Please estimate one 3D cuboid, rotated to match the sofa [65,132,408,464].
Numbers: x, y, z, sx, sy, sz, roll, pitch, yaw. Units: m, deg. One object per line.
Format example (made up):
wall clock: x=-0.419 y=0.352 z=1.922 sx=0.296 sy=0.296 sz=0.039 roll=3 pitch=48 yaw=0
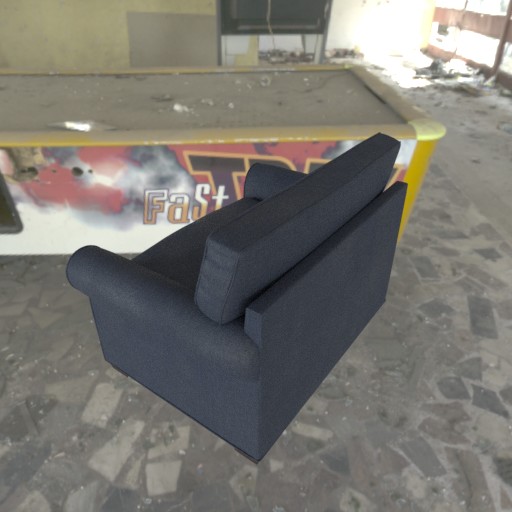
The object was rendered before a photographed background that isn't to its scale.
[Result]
sofa: x=0.000 y=0.000 z=2.104 sx=0.938 sy=1.004 sz=1.405 roll=21 pitch=38 yaw=30
